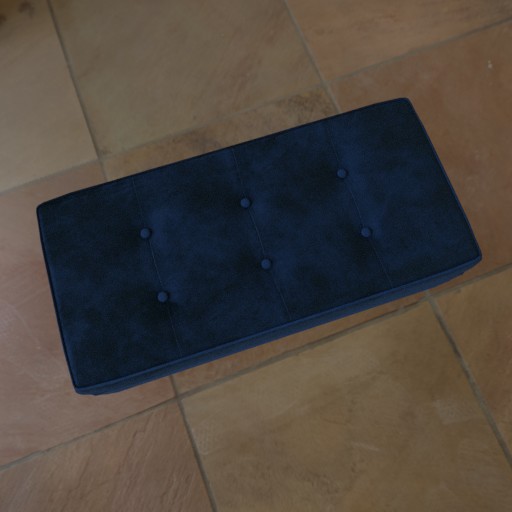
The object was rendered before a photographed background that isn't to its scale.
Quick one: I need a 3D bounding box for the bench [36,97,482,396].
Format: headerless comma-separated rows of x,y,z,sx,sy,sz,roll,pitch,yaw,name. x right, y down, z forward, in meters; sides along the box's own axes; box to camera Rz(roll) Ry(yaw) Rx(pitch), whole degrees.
0.000,0.000,1.279,1.010,0.467,0.489,-17,76,-5,bench
